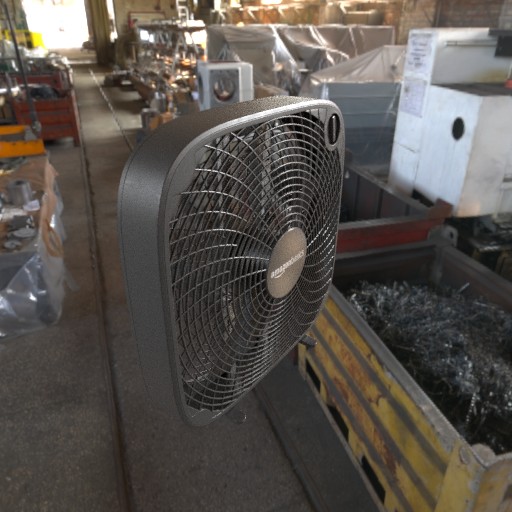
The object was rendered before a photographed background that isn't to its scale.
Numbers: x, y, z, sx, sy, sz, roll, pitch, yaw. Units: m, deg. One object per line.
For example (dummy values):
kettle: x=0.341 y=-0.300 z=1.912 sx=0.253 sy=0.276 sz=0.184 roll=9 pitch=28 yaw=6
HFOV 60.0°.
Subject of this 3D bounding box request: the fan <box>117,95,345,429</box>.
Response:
fan: x=0.000 y=0.000 z=0.819 sx=0.142 sy=0.533 sz=0.526 roll=19 pitch=33 yaw=31
